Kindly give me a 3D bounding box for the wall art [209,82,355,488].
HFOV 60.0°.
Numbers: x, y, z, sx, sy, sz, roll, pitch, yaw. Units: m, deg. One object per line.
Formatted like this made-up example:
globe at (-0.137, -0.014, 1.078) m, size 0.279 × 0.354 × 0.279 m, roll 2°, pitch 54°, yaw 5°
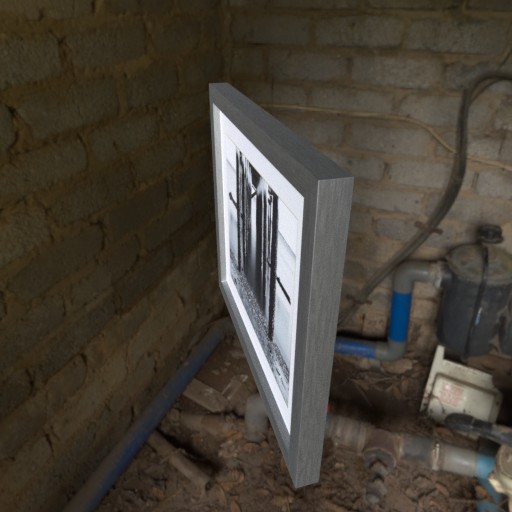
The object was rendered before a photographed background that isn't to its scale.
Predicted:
wall art at (0.000, 0.000, 0.528) m, size 0.028 × 0.330 × 0.380 m, roll -8°, pitch 31°, yaw -14°
